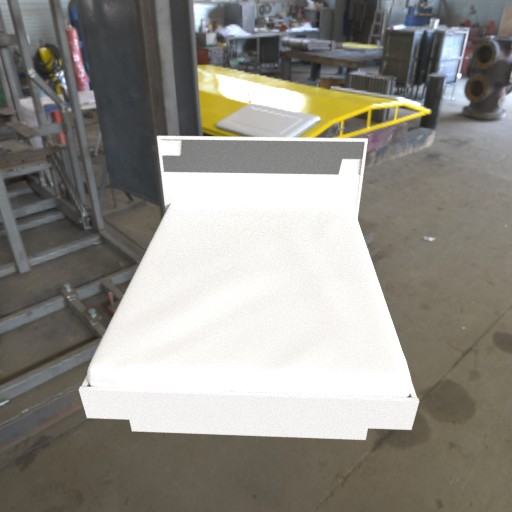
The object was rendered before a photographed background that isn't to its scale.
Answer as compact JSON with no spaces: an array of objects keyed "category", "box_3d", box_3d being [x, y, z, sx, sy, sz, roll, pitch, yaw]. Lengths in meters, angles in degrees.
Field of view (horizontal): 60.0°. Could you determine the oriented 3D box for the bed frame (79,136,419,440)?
[{"category":"bed frame","box_3d":[0.000,0.000,2.975,1.711,1.001,2.100,1,31,2]}]
